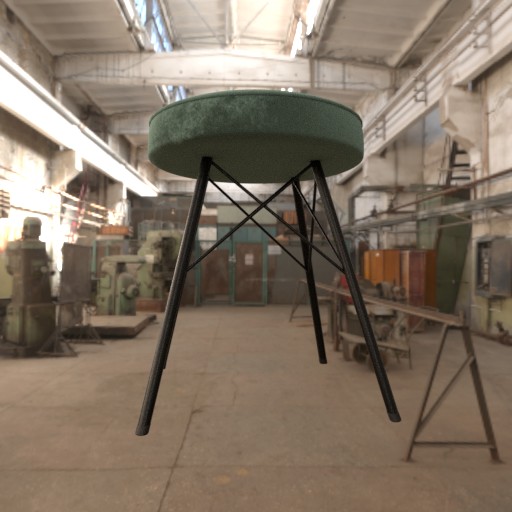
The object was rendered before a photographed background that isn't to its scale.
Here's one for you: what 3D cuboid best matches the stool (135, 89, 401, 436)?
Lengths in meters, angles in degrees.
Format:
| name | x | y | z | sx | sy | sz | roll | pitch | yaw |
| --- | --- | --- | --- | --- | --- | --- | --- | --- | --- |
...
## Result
| name | x | y | z | sx | sy | sz | roll | pitch | yaw |
| --- | --- | --- | --- | --- | --- | --- | --- | --- | --- |
| stool | 0.000 | 0.000 | 0.859 | 0.457 | 0.519 | 0.458 | 0 | -1 | 1 |
